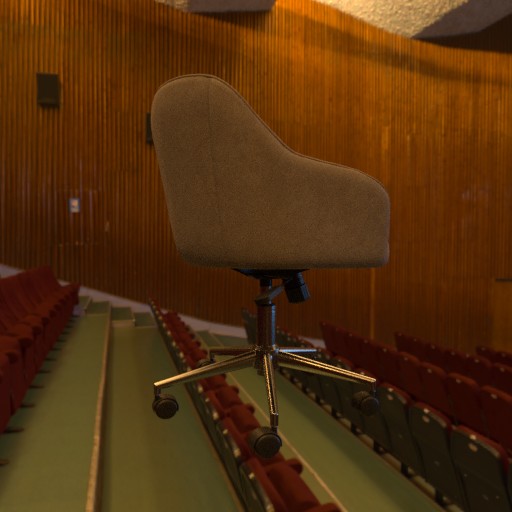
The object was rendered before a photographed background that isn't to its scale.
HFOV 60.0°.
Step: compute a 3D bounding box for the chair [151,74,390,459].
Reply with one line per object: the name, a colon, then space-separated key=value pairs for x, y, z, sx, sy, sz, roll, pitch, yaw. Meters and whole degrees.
chair: x=0.000 y=0.000 z=1.237 sx=0.573 sy=0.831 sz=0.635 roll=-1 pitch=2 yaw=-18
